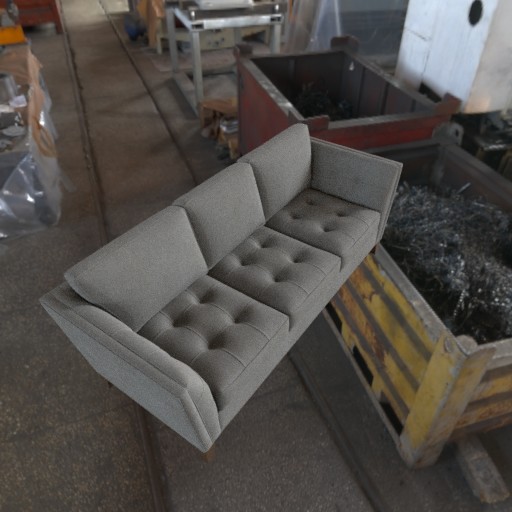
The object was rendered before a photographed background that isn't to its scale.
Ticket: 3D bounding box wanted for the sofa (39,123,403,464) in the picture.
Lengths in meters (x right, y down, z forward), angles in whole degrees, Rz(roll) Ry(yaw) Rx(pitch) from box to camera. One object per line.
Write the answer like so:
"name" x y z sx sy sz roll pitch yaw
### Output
"sofa" 0.000 0.000 2.925 0.965 0.940 2.387 25 46 26
